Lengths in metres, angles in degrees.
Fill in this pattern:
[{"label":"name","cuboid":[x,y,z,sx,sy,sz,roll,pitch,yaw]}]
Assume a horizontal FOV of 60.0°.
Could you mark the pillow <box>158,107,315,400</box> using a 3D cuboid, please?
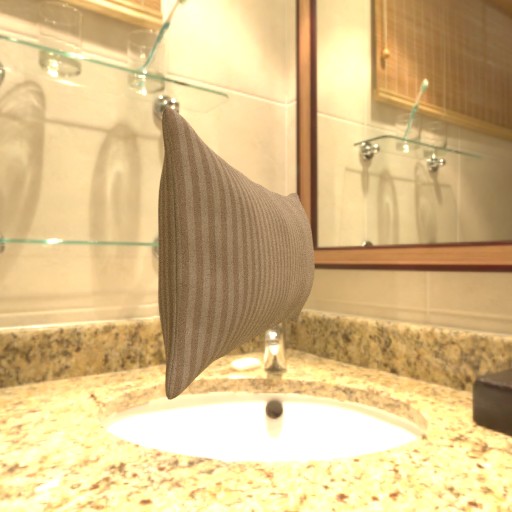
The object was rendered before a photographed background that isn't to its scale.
[{"label":"pillow","cuboid":[0.000,0.000,0.734,0.151,0.295,0.617,0,0,17]}]
